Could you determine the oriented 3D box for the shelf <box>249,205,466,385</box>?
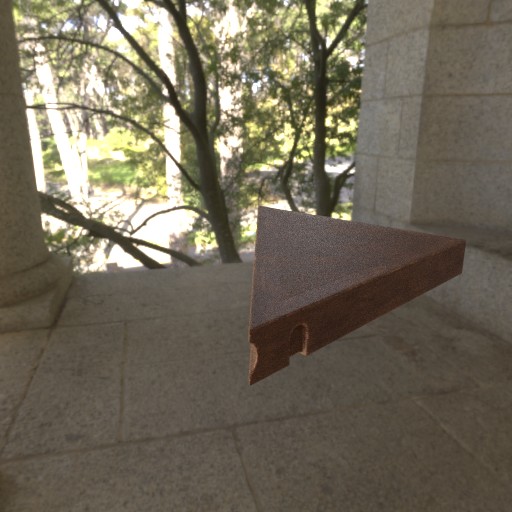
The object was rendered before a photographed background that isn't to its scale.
[{"bbox_3d":[0.000,0.000,0.446,0.296,0.035,0.296,-15,21,-42],"label":"shelf"}]
